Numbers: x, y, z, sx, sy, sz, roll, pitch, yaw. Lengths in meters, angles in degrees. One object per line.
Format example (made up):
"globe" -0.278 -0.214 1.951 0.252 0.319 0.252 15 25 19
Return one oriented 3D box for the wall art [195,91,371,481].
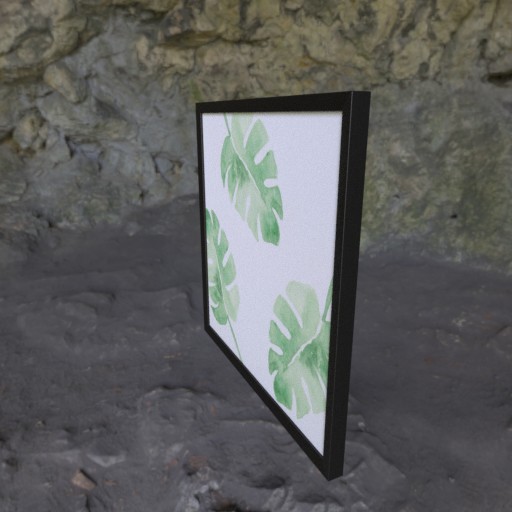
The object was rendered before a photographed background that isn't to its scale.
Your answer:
"wall art" 0.000 0.000 1.144 0.038 0.765 0.765 -8 19 -25
